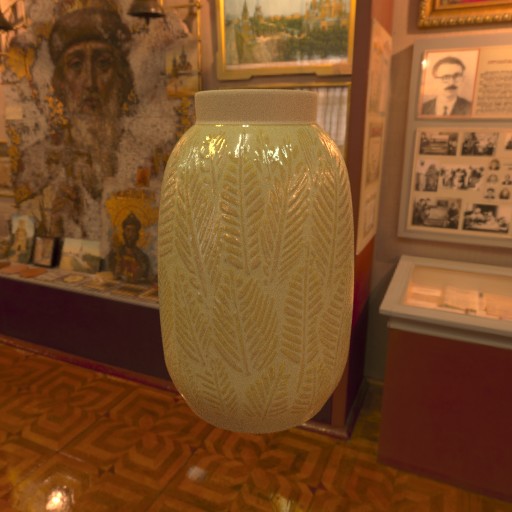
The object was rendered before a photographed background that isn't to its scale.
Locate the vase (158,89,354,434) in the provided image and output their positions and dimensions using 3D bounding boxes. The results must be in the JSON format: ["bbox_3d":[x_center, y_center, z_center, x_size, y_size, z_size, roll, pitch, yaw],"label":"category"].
[{"bbox_3d":[0.000,0.000,0.390,0.172,0.270,0.172,0,17,0],"label":"vase"}]
